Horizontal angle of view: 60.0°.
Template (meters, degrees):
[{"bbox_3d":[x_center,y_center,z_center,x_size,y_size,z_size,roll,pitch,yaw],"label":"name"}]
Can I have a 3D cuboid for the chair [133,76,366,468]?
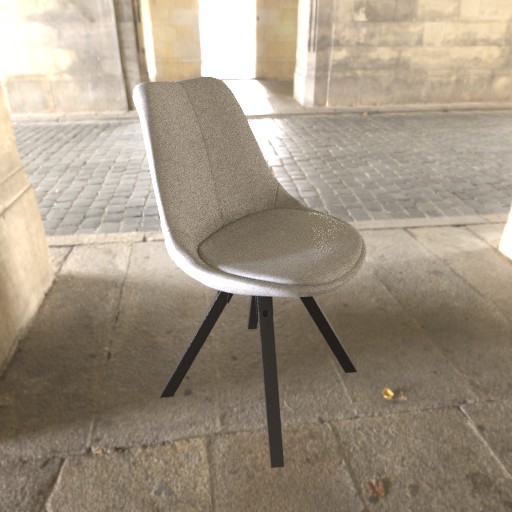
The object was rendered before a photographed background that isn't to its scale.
[{"bbox_3d":[0.000,0.000,1.173,0.550,0.850,0.485,18,32,31],"label":"chair"}]
